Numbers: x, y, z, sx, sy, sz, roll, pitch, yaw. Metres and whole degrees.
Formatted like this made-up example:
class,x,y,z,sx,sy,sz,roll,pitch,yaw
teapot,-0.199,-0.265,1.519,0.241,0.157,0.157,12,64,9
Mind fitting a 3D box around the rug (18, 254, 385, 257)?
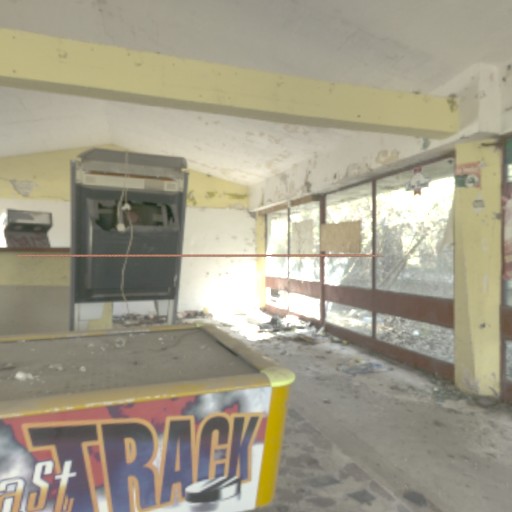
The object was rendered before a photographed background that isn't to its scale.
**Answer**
class,x,y,z,sx,sy,sz,roll,pitch,yaw
rug,0.000,0.000,2.273,1.217,0.007,1.828,0,0,18
